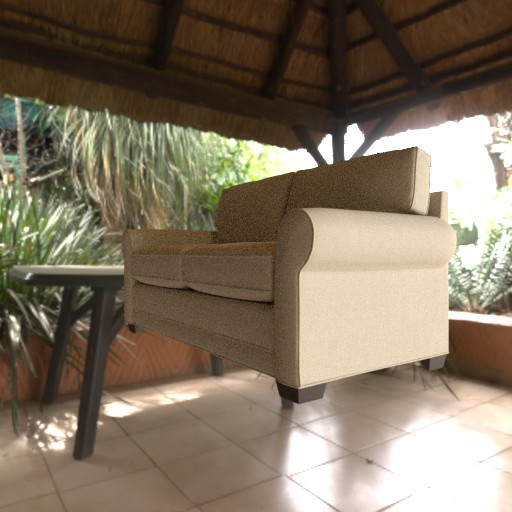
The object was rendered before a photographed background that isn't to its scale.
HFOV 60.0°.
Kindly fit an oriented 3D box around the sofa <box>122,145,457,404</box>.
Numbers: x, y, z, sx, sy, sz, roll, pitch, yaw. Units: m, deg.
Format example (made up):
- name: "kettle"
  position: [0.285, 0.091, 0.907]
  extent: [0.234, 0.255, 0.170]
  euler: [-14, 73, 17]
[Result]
- name: "sofa"
  position: [0.000, 0.000, 2.284]
  extent: [0.861, 0.933, 1.774]
  euler: [0, 1, -35]
